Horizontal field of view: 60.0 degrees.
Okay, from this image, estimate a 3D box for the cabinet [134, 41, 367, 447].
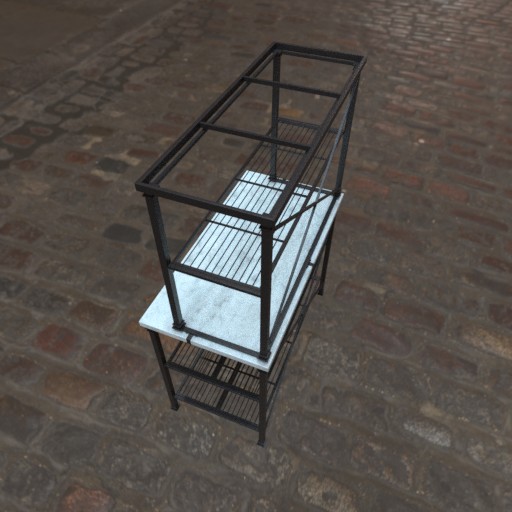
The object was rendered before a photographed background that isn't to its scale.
[{"bbox_3d":[0.000,0.000,2.267,0.610,1.659,1.210,16,48,15],"label":"cabinet"}]
